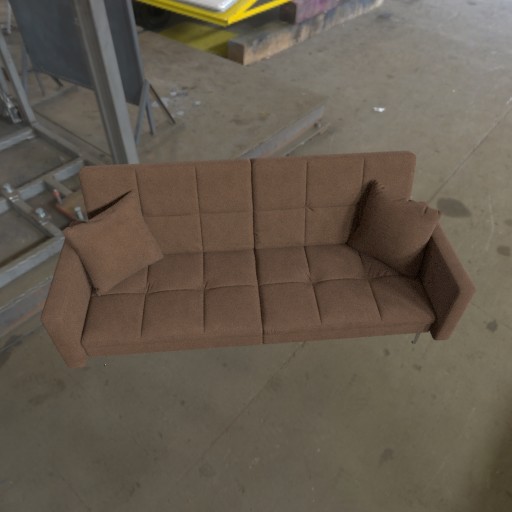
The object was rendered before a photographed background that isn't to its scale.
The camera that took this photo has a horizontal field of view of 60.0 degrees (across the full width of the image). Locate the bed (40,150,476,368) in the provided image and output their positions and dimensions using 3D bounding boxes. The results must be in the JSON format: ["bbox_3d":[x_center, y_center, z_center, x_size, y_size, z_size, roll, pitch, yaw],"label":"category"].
[{"bbox_3d":[0.000,0.000,2.322,1.905,0.787,0.889,-4,46,-3],"label":"bed"}]
